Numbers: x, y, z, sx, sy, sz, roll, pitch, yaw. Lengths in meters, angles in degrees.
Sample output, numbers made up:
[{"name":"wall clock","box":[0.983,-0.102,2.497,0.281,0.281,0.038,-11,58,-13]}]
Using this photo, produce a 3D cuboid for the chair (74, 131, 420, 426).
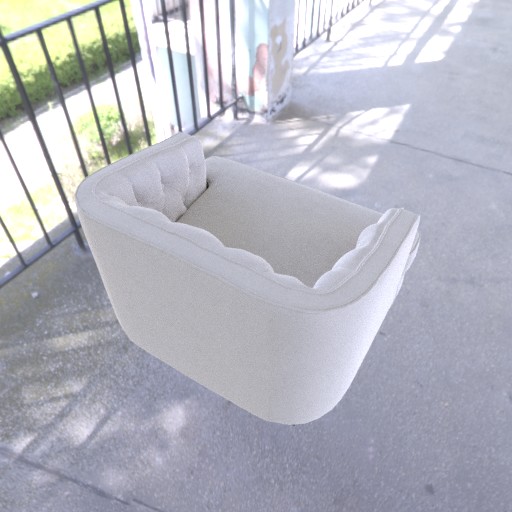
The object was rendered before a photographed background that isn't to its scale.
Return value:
[{"name":"chair","box":[0.000,0.000,1.801,1.104,0.852,0.941,24,51,21]}]
